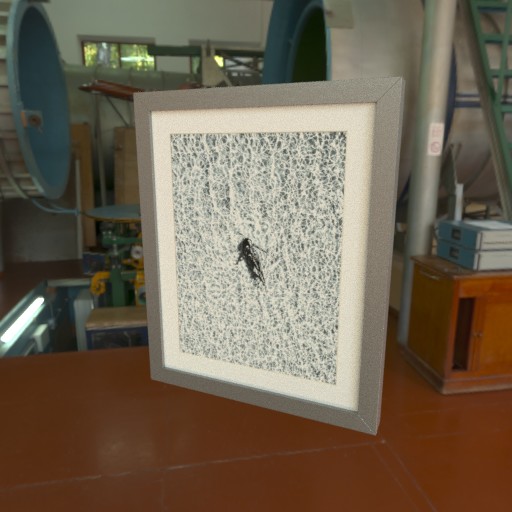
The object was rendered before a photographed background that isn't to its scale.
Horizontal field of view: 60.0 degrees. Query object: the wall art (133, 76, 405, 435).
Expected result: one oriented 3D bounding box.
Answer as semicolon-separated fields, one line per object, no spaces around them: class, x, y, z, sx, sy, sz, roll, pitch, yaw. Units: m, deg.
wall art;0.000;0.000;0.528;0.308;0.379;0.030;6;15;23
